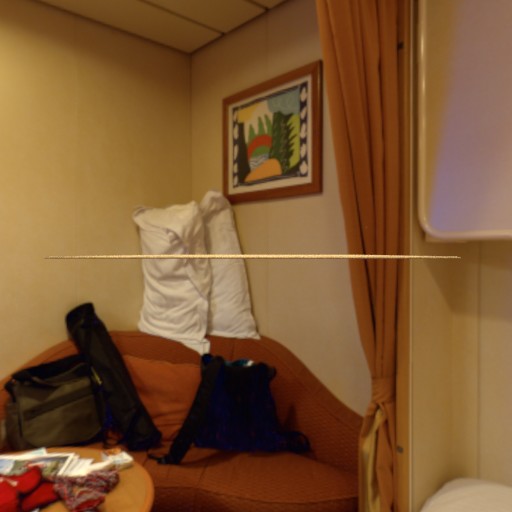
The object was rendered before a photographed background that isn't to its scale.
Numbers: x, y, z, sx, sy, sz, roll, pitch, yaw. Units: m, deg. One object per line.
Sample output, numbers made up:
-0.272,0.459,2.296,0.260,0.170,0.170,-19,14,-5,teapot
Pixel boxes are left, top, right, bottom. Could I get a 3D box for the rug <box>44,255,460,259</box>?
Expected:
0.000,0.000,4.067,2.406,0.012,3.034,0,0,1,rug
